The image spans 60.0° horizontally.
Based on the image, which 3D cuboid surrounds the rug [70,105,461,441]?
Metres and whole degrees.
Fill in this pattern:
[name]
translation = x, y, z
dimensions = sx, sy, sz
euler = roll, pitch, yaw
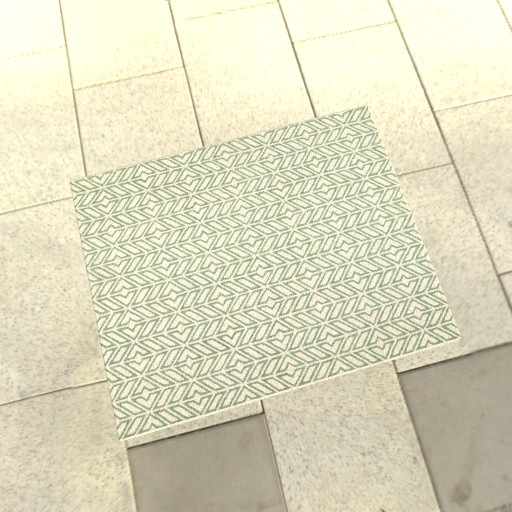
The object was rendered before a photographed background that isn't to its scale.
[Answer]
[rug]
translation = 0.000, 0.000, 4.083
dimensions = 3.050, 0.017, 2.441
euler = -15, 75, -4
